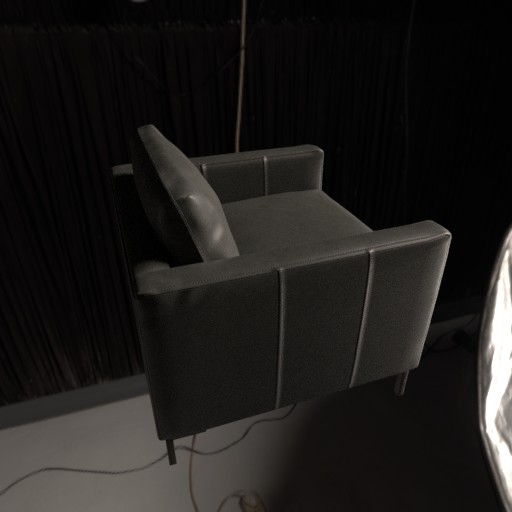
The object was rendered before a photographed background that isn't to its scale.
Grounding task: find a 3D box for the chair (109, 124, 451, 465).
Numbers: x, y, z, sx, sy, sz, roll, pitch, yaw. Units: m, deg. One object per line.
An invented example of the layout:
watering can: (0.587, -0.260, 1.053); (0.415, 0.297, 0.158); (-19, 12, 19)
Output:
chair: (0.000, 0.000, 1.492); (0.861, 0.824, 0.967); (-10, 32, -17)
